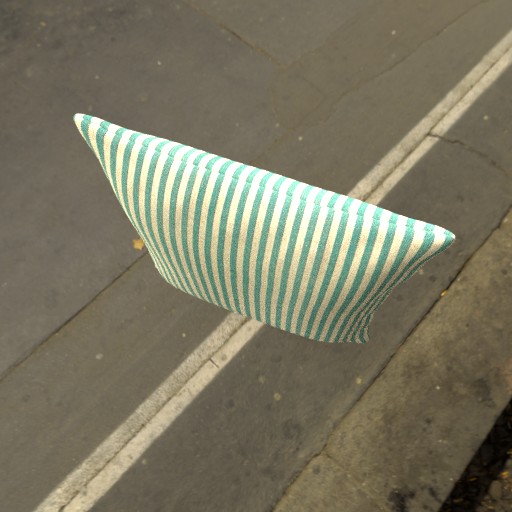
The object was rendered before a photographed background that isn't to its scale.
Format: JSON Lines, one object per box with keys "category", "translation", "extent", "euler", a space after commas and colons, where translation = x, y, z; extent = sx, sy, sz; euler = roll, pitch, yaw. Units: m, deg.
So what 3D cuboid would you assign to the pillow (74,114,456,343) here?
{"category": "pillow", "translation": [0.000, 0.000, 0.788], "extent": [0.523, 0.510, 0.166], "euler": [19, 66, 9]}
